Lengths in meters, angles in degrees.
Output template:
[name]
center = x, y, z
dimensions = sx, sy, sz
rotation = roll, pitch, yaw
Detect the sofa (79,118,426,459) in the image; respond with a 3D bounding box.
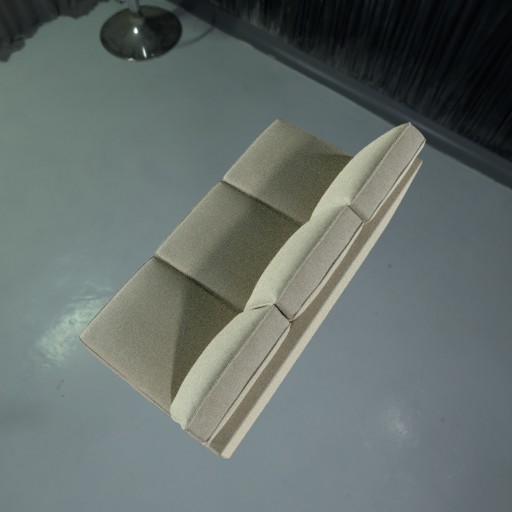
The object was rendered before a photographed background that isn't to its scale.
[sofa]
center = 0.000, 0.000, 2.601
dimensions = 1.027, 0.973, 1.962
rotation = 33, 68, 15
